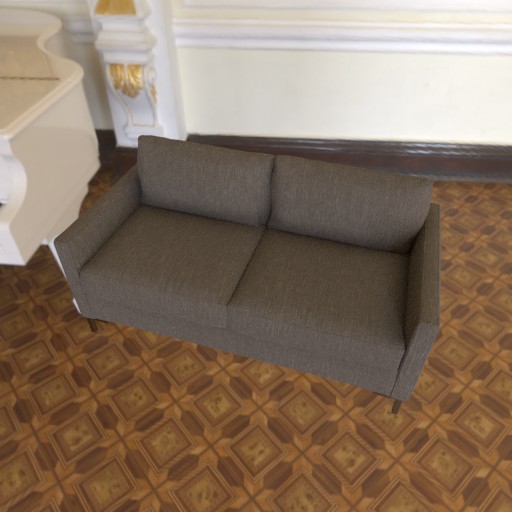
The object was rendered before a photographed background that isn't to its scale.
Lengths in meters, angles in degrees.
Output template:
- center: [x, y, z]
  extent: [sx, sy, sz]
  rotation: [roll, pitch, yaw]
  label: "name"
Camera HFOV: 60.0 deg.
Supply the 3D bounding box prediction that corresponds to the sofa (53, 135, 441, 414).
- center: [0.000, 0.000, 2.210]
  extent: [1.682, 0.840, 0.875]
  rotation: [12, 42, 13]
  label: "sofa"
